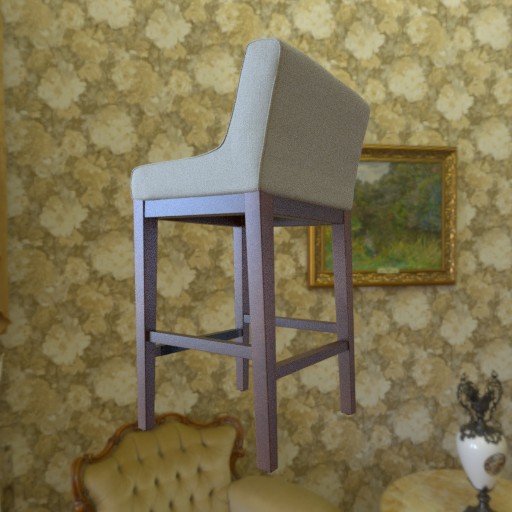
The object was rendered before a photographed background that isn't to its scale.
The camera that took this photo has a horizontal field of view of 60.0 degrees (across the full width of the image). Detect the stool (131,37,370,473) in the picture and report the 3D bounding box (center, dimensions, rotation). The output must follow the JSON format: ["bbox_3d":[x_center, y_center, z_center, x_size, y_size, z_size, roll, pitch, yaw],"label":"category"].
[{"bbox_3d":[0.000,0.000,1.251,0.500,0.937,0.511,0,0,35],"label":"stool"}]
